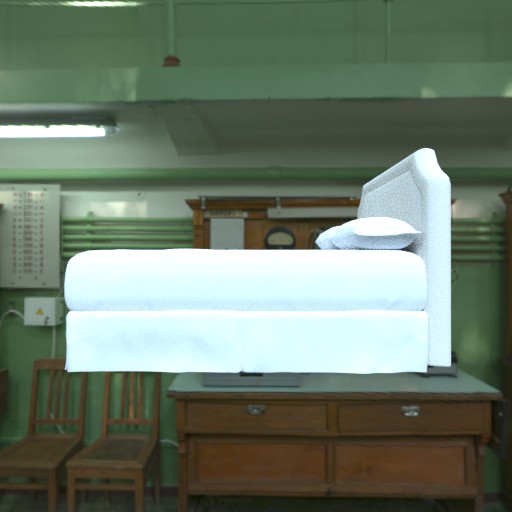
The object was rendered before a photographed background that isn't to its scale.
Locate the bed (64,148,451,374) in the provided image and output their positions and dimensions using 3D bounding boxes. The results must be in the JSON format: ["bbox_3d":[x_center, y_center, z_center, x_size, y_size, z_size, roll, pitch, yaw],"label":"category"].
[{"bbox_3d":[0.000,0.000,3.887,2.548,1.524,2.134,0,0,0],"label":"bed"}]
